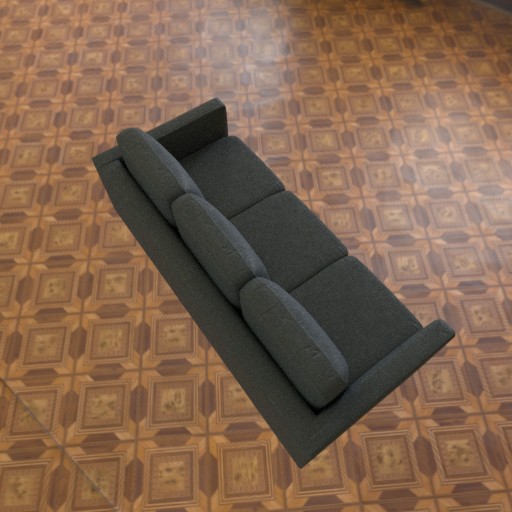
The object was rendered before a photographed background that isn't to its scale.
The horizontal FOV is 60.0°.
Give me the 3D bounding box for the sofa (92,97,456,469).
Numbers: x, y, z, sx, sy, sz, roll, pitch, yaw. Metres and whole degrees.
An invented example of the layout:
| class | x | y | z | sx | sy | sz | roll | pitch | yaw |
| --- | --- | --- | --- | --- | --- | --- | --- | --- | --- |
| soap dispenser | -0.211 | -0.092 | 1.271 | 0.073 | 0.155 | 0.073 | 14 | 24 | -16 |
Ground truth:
| class | x | y | z | sx | sy | sz | roll | pitch | yaw |
| --- | --- | --- | --- | --- | --- | --- | --- | --- | --- |
| sofa | 0.000 | 0.000 | 2.541 | 0.935 | 0.945 | 2.013 | -32 | 65 | -17 |
